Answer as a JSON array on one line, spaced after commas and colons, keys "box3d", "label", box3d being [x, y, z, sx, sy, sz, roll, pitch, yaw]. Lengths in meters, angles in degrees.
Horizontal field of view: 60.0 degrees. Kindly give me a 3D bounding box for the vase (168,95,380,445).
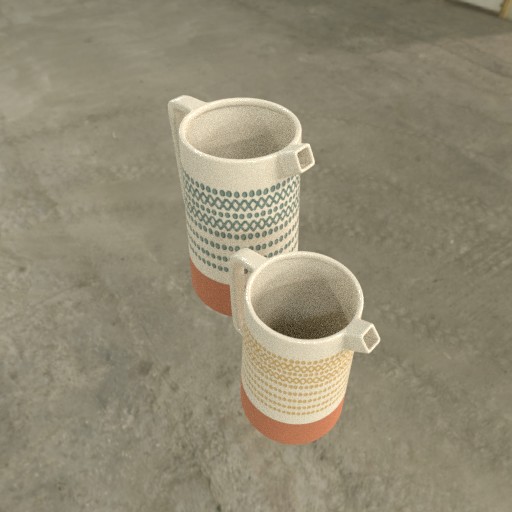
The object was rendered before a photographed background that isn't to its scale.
[{"box3d": [0.000, 0.000, 0.479, 0.168, 0.247, 0.326, -5, 47, -5], "label": "vase"}]
